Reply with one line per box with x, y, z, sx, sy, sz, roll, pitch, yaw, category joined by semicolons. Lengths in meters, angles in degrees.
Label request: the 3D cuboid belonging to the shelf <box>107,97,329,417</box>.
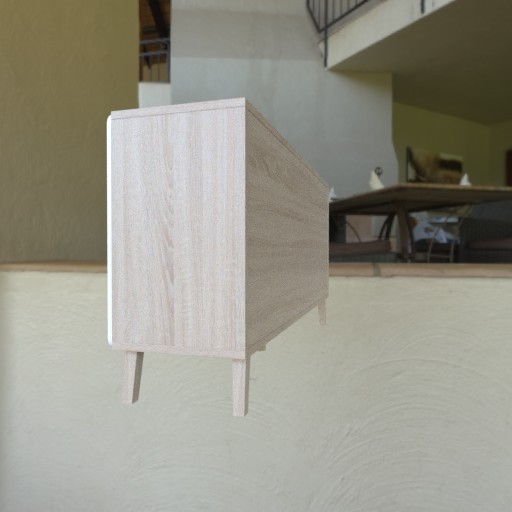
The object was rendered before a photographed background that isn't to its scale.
0.000;0.000;1.835;0.400;0.780;1.490;0;1;17;shelf
